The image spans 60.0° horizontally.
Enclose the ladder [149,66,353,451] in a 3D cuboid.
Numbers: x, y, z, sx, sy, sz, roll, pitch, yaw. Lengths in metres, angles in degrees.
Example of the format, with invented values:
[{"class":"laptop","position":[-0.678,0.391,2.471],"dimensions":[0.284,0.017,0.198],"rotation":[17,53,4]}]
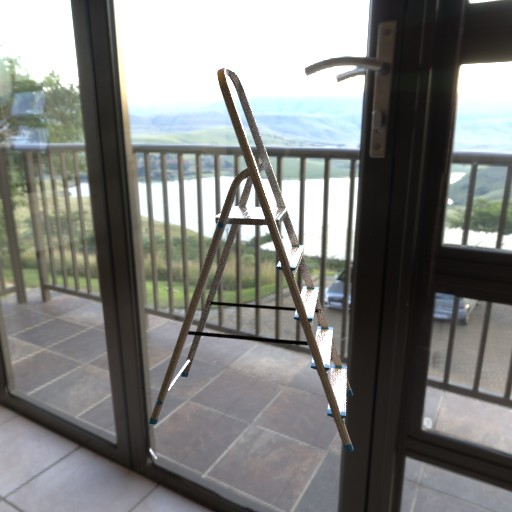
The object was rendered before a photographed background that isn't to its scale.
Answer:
[{"class":"ladder","position":[0.000,0.000,2.087],"dimensions":[0.990,1.648,0.468],"rotation":[3,16,11]}]
